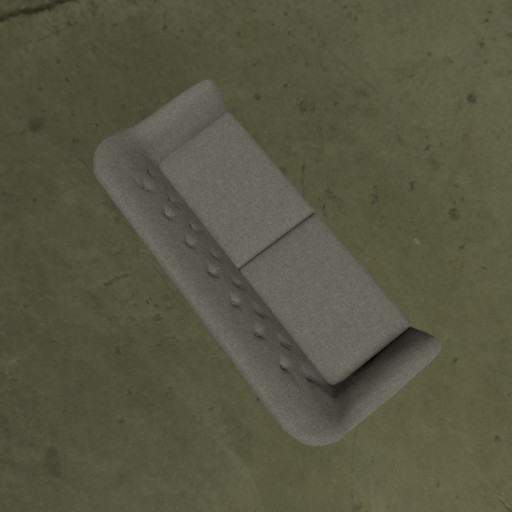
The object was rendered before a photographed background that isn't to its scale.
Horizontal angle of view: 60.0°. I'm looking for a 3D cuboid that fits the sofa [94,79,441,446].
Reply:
[{"bbox_3d":[0.000,0.000,2.298,0.820,0.820,1.840,-37,78,-9],"label":"sofa"}]
